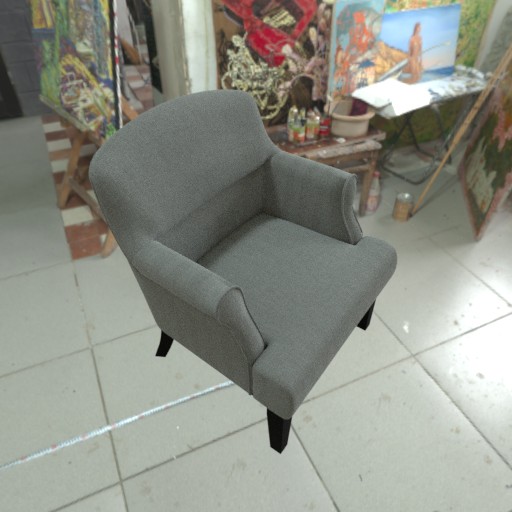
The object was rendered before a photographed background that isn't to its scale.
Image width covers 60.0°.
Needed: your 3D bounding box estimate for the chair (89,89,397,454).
[{"bbox_3d":[0.000,0.000,1.489,0.755,0.880,0.772,25,47,26],"label":"chair"}]
